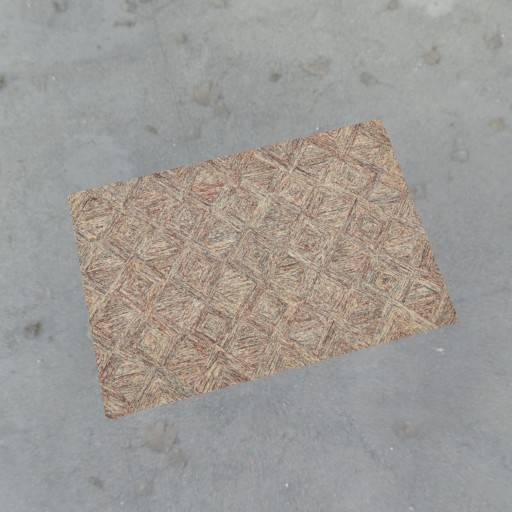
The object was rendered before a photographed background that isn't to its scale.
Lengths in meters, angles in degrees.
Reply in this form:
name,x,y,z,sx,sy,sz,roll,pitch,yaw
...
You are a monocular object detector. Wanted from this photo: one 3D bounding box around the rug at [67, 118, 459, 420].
name,x,y,z,sx,sy,sz,roll,pitch,yaw
rug,0.000,0.000,2.948,2.285,0.019,1.523,-15,76,-4
